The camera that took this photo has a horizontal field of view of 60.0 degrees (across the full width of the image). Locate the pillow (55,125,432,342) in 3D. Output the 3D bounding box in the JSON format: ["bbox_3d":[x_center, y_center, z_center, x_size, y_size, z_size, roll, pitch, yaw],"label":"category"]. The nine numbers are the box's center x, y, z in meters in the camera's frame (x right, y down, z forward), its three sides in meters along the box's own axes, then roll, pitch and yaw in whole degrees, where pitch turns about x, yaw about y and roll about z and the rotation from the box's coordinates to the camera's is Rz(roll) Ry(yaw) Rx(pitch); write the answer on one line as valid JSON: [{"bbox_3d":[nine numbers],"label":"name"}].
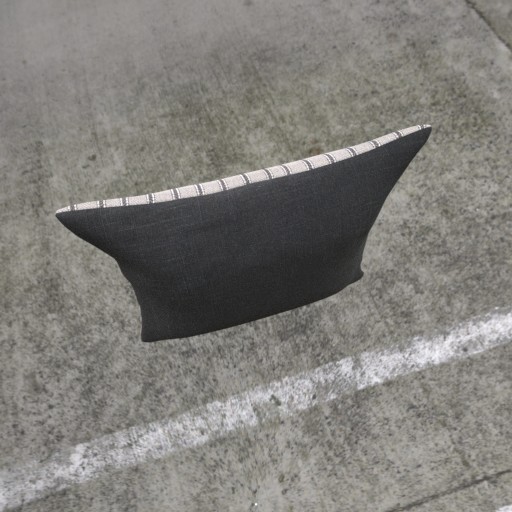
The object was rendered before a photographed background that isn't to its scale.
[{"bbox_3d":[0.000,0.000,0.709,0.468,0.444,0.138,-15,62,-8],"label":"pillow"}]
